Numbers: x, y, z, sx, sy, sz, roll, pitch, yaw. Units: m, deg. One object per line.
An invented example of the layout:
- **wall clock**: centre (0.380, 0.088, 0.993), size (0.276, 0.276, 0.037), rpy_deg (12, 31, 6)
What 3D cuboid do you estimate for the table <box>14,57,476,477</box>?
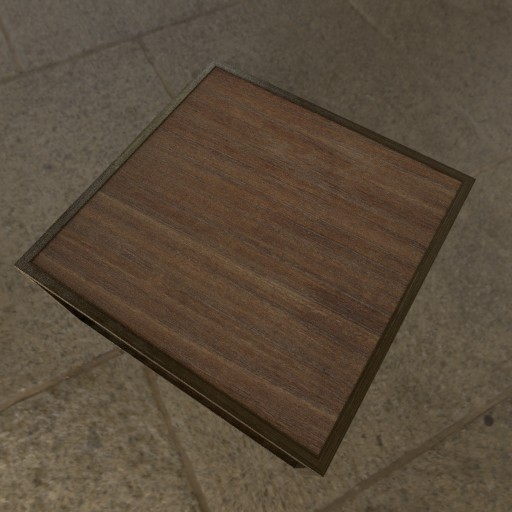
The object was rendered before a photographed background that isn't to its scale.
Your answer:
- **table**: centre (0.000, 0.000, 1.401), size (0.909, 0.451, 0.899), rpy_deg (30, 68, 13)
